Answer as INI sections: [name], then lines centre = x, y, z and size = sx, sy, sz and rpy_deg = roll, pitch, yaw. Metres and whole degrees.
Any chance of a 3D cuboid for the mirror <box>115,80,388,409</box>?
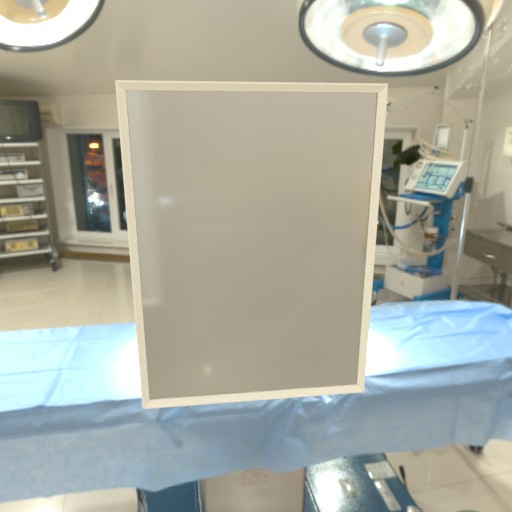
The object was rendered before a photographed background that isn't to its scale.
[mirror]
centre = 0.000, 0.000, 1.389
size = 0.762, 1.016, 0.041
rpy_deg = -2, 16, -7
